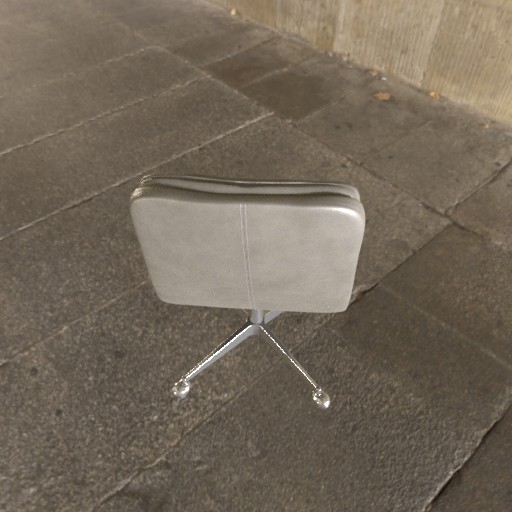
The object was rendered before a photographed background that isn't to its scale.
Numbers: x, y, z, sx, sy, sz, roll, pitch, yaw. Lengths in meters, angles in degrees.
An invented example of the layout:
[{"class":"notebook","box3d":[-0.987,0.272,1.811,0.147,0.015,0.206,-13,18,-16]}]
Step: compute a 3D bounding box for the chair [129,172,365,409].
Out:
[{"class":"chair","box3d":[0.000,0.000,1.038,0.422,0.738,0.485,3,47,3]}]
